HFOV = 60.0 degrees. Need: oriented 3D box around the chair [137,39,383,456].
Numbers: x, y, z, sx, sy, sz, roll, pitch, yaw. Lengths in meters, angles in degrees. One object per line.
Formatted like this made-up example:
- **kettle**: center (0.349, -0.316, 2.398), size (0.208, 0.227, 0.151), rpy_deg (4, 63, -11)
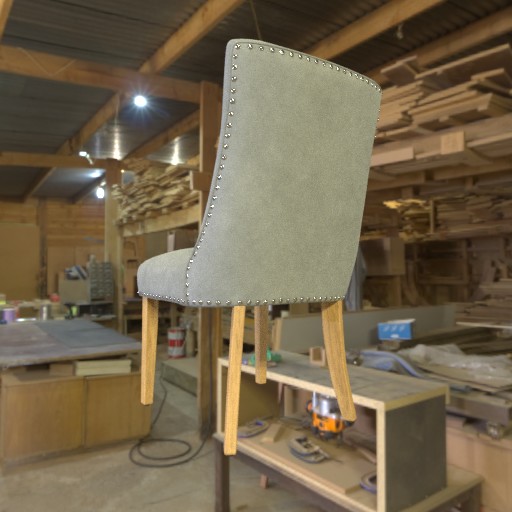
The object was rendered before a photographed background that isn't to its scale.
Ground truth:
- **chair**: center (0.000, 0.000, 1.248), size (0.495, 0.902, 0.610), rpy_deg (1, -2, -34)
